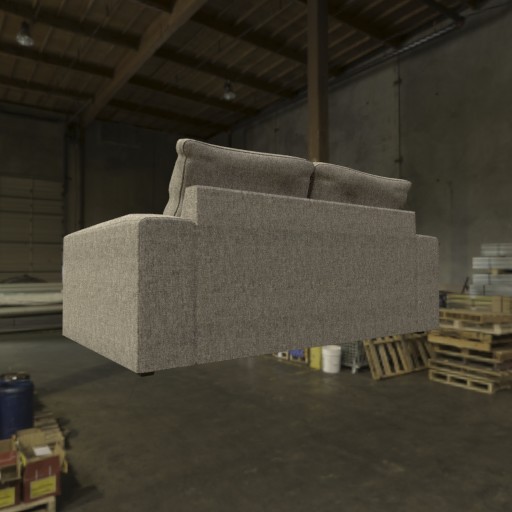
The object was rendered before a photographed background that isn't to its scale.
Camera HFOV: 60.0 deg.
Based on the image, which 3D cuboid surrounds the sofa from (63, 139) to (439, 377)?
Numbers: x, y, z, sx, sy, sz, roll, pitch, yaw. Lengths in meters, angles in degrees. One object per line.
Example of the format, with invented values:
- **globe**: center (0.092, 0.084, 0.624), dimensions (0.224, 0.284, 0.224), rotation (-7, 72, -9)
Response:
- **sofa**: center (0.000, 0.000, 2.408), dimensions (1.758, 0.877, 1.094), rotation (1, -2, -36)
